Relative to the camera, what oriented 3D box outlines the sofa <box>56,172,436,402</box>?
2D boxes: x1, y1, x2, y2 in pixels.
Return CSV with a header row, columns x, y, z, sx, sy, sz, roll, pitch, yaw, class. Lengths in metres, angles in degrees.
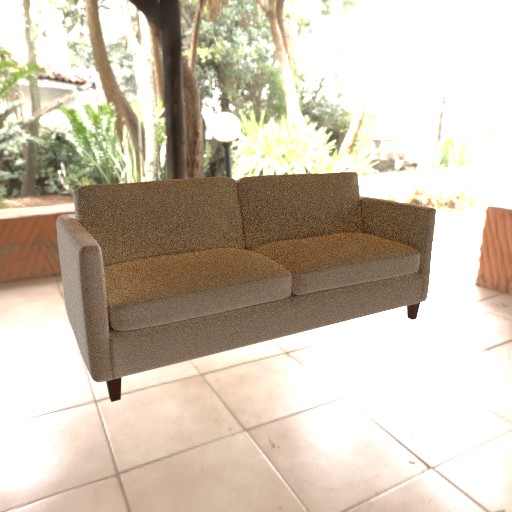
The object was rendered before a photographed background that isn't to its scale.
x,y,z,sx,sy,sz,roll,pitch,yaw,class
0.000,0.000,2.710,2.139,0.933,0.924,-8,17,-28,sofa
